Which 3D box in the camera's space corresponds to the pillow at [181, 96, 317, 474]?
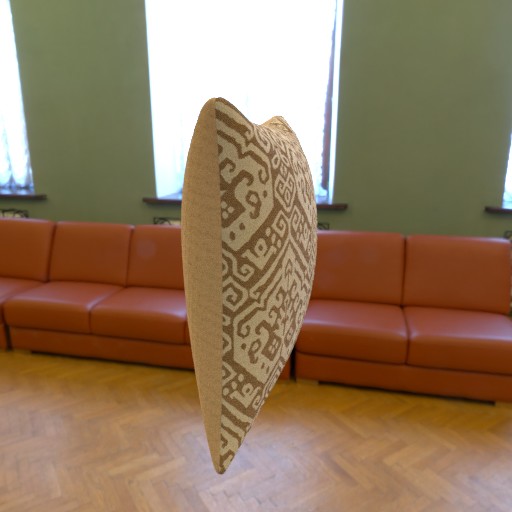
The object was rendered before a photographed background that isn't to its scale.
[{"bbox_3d":[0.000,0.000,0.642,0.173,0.407,0.419,3,15,11],"label":"pillow"}]
